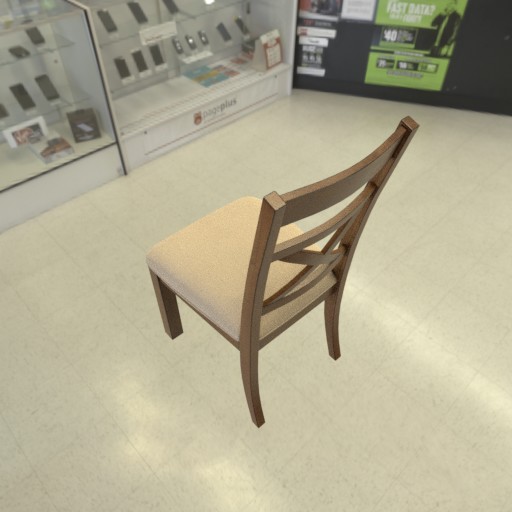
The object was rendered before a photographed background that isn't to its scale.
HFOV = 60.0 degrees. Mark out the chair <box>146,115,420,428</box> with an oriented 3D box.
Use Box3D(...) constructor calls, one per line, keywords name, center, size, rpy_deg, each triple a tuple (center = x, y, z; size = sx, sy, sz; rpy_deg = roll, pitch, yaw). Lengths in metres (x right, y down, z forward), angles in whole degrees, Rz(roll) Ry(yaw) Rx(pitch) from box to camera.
Box3D(name="chair", center=(0.000, 0.000, 1.296), size=(0.461, 0.949, 0.581), rpy_deg=(-32, 54, -27))
